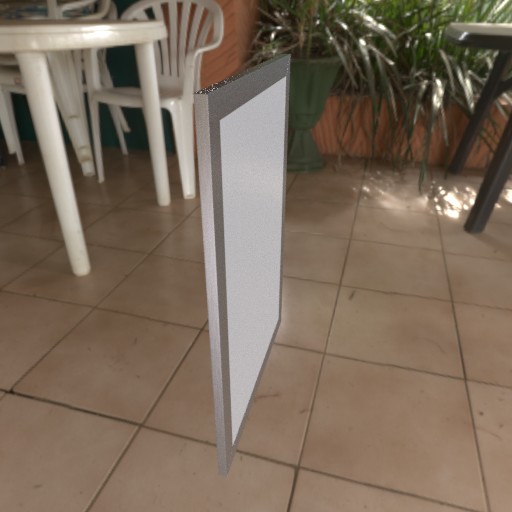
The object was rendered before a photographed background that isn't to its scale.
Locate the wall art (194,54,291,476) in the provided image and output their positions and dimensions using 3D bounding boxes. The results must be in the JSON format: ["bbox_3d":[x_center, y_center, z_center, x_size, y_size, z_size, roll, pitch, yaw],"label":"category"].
[{"bbox_3d":[0.000,0.000,0.672,0.013,0.529,0.376,7,30,13],"label":"wall art"}]
